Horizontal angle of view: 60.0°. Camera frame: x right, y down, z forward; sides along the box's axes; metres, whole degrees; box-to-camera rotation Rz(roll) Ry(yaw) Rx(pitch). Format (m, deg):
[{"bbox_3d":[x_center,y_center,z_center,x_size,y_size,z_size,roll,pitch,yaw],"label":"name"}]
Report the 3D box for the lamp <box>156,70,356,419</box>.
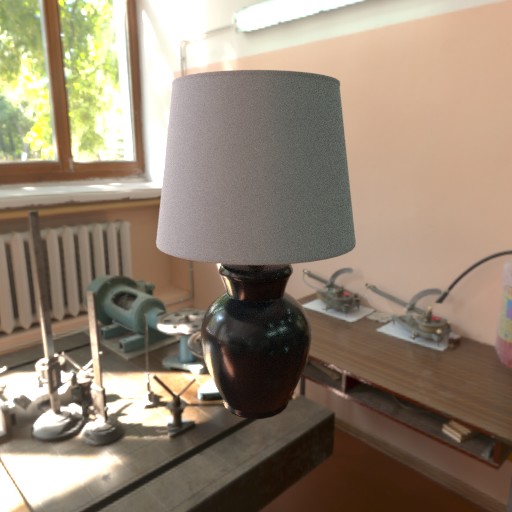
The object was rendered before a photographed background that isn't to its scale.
[{"bbox_3d":[0.000,0.000,0.548,0.239,0.399,0.239,0,13,0],"label":"lamp"}]
